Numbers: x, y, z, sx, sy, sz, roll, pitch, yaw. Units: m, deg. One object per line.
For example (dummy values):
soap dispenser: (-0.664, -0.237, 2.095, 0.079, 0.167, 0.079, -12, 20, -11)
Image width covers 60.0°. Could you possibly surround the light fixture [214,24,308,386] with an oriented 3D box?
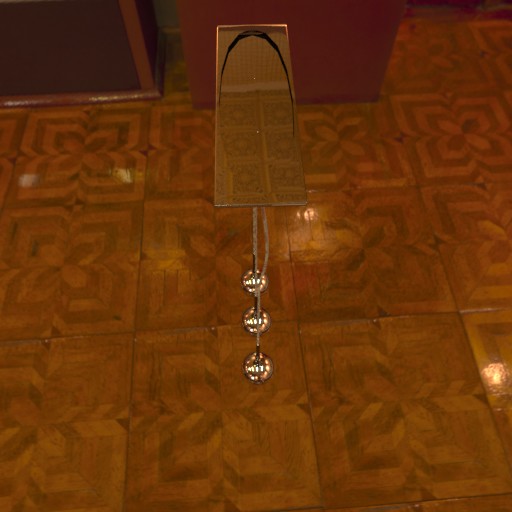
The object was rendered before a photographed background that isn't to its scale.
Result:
light fixture: (0.000, 0.000, 1.649, 0.188, 1.408, 0.623, -2, 59, -1)
